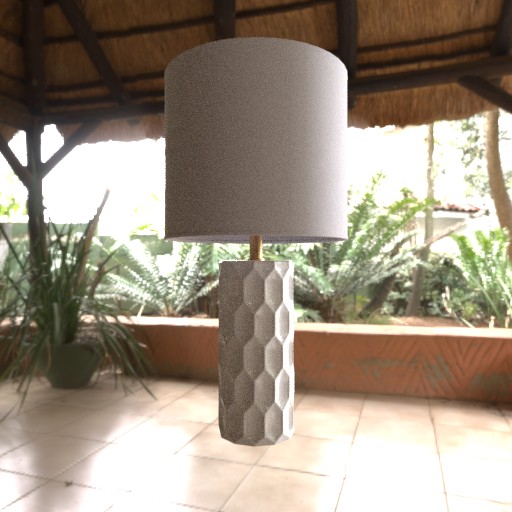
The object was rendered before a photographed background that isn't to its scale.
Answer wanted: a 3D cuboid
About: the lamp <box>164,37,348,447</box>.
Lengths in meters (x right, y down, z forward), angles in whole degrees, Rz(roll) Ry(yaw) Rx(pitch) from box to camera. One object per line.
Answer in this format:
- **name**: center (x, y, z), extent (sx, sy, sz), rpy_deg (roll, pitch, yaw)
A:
- **lamp**: center (0.000, 0.000, 0.680), extent (0.277, 0.537, 0.277), rpy_deg (0, -1, 18)
